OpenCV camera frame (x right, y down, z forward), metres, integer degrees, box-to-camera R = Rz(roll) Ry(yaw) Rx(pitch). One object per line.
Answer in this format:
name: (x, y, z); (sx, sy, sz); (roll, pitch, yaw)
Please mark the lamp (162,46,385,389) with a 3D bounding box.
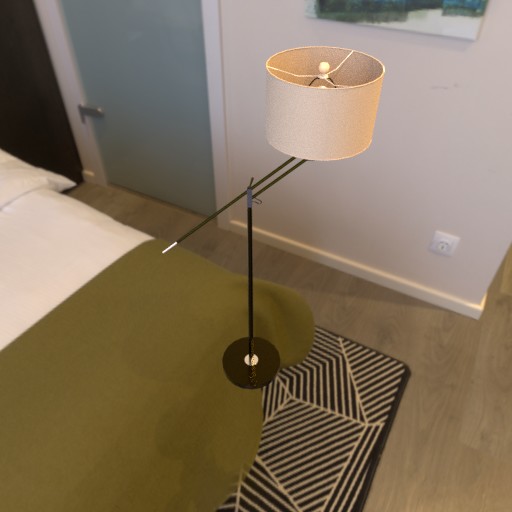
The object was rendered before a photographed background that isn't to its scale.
lamp: (0.000, 0.000, 1.948); (0.809, 1.635, 0.373); (-1, 42, -1)
